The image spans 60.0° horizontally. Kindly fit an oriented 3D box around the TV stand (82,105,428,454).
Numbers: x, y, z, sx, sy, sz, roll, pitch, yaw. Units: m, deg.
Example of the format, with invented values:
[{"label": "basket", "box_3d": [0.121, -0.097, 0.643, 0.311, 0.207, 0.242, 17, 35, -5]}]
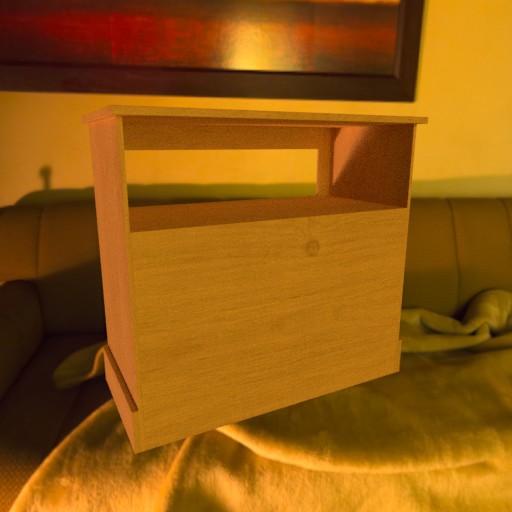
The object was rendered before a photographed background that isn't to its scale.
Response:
[{"label": "TV stand", "box_3d": [0.000, 0.000, 1.313, 0.851, 0.787, 0.430, -7, 16, -27]}]
